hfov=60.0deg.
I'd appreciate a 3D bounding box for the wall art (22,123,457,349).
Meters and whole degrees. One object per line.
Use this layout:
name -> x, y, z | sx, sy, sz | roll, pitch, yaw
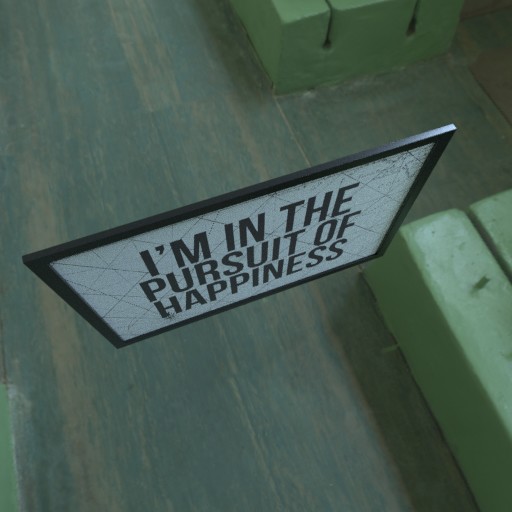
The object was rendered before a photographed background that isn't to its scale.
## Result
wall art -> 0.000, 0.000, 1.038 | 0.819, 0.552, 0.015 | -18, 65, -9
